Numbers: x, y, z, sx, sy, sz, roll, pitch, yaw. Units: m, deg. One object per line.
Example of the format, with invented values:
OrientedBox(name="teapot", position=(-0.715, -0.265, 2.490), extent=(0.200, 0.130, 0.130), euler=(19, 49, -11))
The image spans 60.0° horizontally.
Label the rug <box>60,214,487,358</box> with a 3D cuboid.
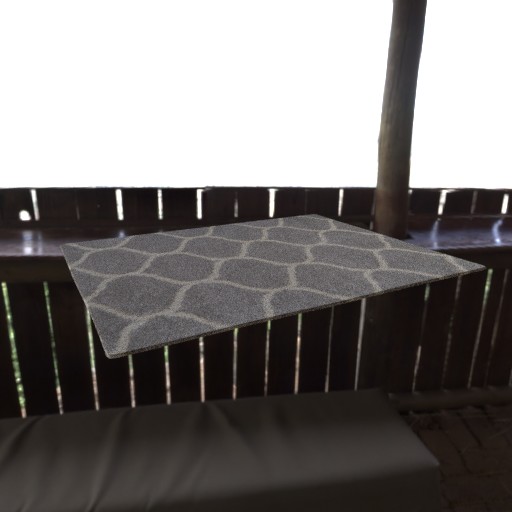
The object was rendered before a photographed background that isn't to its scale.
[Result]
OrientedBox(name="rug", position=(0.000, 0.000, 3.929), extent=(3.000, 0.026, 2.399), euler=(-9, 19, -27))
